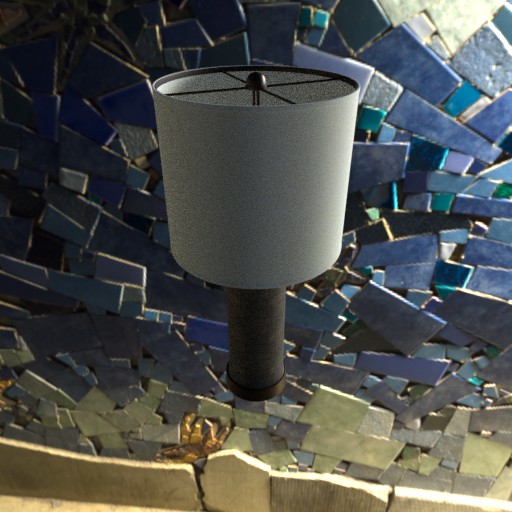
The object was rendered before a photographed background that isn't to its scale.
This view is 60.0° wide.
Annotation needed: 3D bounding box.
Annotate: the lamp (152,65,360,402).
[{"bbox_3d":[0.000,0.000,0.810,0.301,0.630,0.301,11,34,17],"label":"lamp"}]
